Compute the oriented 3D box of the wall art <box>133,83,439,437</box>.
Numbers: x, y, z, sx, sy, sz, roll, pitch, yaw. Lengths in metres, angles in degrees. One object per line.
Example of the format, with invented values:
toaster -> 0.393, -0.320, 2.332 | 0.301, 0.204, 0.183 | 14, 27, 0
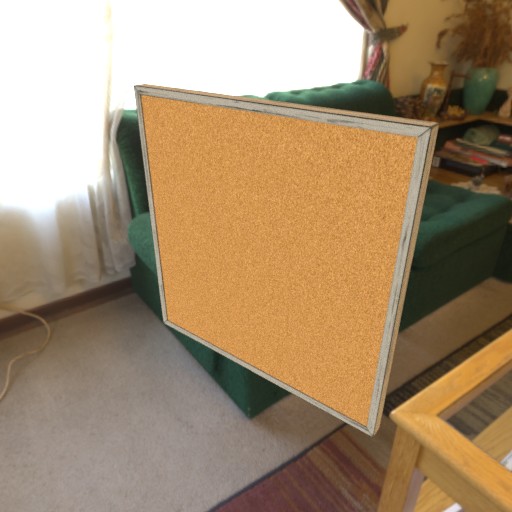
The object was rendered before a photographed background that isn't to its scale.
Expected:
wall art -> 0.000, 0.000, 1.132 | 0.761, 0.761, 0.037 | 20, 35, 32
